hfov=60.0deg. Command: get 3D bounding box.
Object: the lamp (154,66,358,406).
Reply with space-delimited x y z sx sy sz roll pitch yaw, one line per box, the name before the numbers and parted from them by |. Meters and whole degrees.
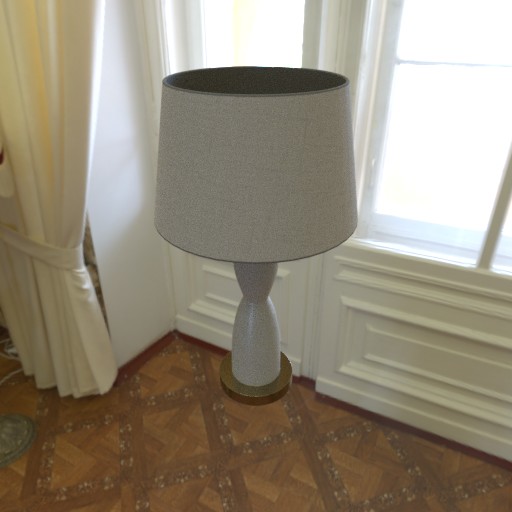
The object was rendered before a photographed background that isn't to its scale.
lamp | 0.000 0.000 0.724 0.309 0.545 0.309 0 30 0
